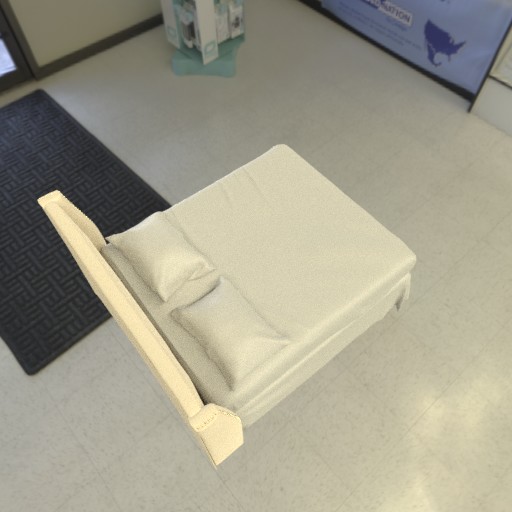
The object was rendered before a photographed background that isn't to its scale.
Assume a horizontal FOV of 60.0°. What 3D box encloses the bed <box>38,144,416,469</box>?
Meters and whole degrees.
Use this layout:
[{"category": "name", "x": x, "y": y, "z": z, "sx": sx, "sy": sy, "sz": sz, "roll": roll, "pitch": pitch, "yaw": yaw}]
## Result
[{"category": "bed", "x": 0.000, "y": 0.000, "z": 3.487, "sx": 2.276, "sy": 1.332, "sz": 1.925, "roll": -34, "pitch": 63, "yaw": -20}]
